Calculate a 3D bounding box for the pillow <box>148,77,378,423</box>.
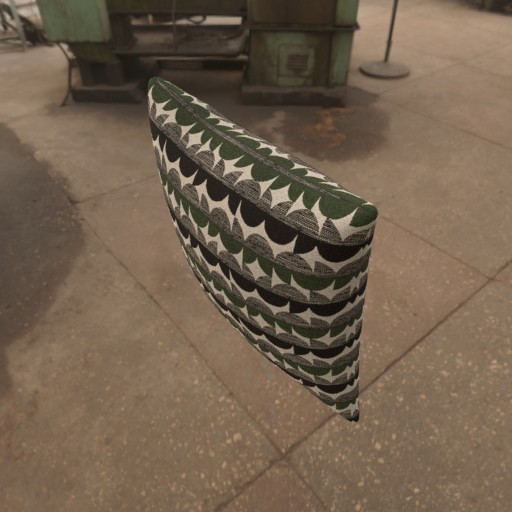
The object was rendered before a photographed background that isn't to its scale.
[{"bbox_3d":[0.000,0.000,0.638,0.180,0.404,0.419,-26,47,-27],"label":"pillow"}]
